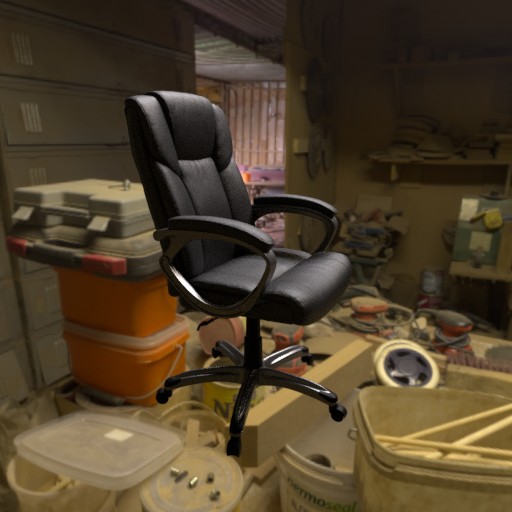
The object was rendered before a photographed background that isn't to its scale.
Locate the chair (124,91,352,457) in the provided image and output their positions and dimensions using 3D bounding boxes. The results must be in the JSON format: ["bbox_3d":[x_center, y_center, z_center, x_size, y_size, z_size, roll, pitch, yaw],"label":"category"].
[{"bbox_3d":[0.000,0.000,1.590,0.719,1.130,0.721,8,17,27],"label":"chair"}]
